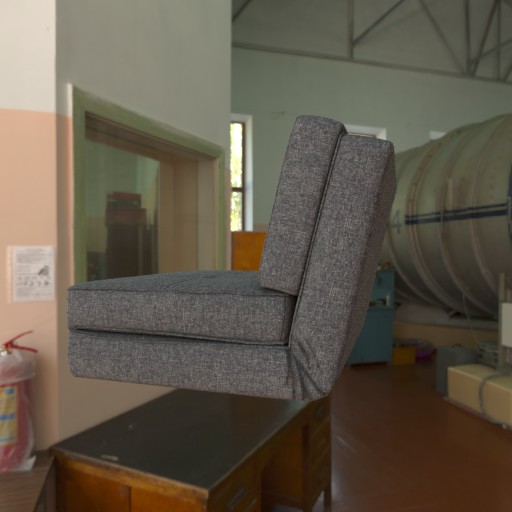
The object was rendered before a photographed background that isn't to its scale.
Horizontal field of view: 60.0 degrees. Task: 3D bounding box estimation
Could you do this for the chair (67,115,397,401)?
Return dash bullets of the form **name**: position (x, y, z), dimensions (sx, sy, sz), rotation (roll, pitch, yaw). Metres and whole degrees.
- **chair**: position (0.000, 0.000, 1.334), dimensions (0.800, 0.615, 0.740), rotation (0, 1, 18)
